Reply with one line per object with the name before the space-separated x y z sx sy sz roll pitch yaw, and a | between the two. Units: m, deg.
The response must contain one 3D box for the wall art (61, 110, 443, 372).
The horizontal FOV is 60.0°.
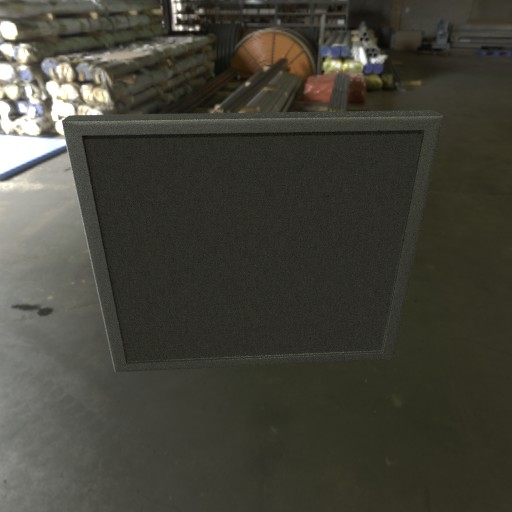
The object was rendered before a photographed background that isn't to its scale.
wall art | 0.000 0.000 0.533 0.380 0.330 0.028 -2 30 -3
